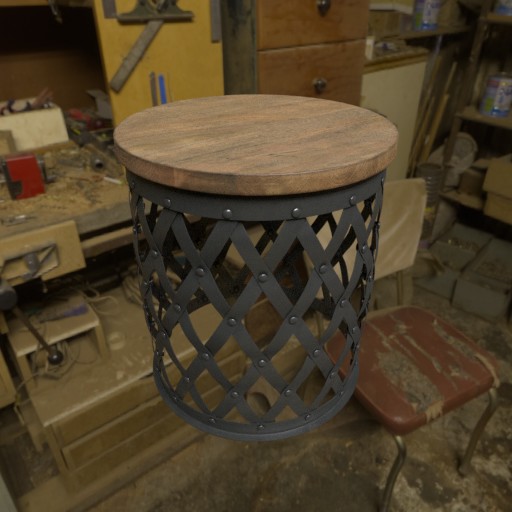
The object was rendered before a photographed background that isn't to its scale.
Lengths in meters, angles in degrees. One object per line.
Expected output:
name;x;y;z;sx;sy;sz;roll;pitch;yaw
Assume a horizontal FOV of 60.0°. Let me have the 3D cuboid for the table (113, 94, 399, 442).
table;0.000;0.000;0.768;0.405;0.454;0.405;0;32;0
